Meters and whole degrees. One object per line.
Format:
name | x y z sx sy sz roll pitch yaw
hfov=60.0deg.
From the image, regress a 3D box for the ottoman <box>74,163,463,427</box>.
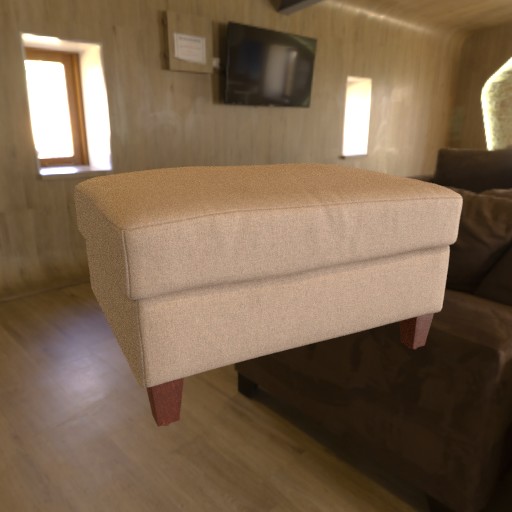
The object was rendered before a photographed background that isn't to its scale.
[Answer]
ottoman | 0.000 0.000 1.291 0.902 0.511 0.692 -8 18 -27
